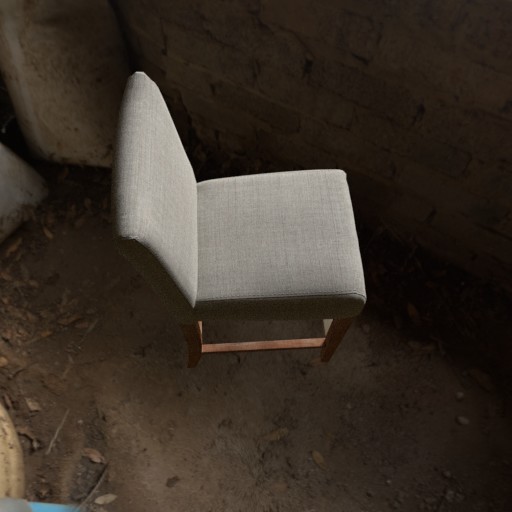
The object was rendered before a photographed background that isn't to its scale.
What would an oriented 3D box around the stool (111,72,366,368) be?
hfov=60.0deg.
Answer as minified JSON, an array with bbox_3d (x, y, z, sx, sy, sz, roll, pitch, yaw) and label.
[{"bbox_3d":[0.000,0.000,1.337,0.567,1.039,0.454,-3,63,-2],"label":"stool"}]
